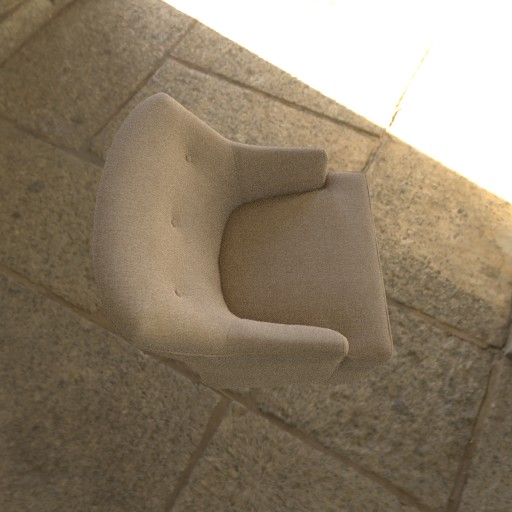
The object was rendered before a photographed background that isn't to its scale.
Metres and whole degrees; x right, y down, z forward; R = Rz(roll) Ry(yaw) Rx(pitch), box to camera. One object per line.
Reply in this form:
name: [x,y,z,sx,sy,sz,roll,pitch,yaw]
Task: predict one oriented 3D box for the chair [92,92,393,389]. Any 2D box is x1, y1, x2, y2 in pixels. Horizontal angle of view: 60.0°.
chair: [0.000,0.000,1.625,0.923,0.856,0.864,-1,63,0]
